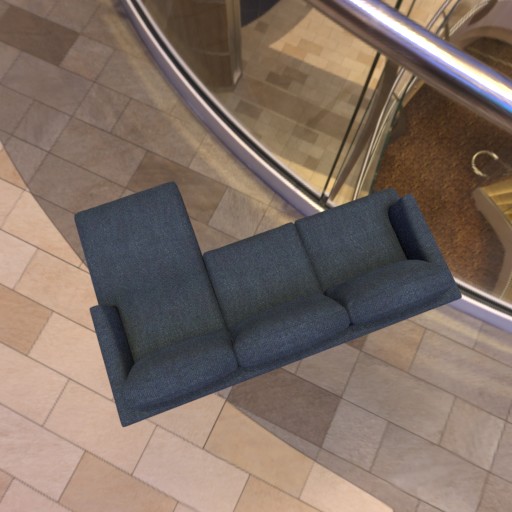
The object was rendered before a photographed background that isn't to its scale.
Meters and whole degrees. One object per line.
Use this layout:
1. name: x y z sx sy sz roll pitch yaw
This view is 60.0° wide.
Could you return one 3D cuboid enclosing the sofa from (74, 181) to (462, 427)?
1. sofa: 0.000 0.000 3.056 2.233 0.956 1.504 -20 77 -5
